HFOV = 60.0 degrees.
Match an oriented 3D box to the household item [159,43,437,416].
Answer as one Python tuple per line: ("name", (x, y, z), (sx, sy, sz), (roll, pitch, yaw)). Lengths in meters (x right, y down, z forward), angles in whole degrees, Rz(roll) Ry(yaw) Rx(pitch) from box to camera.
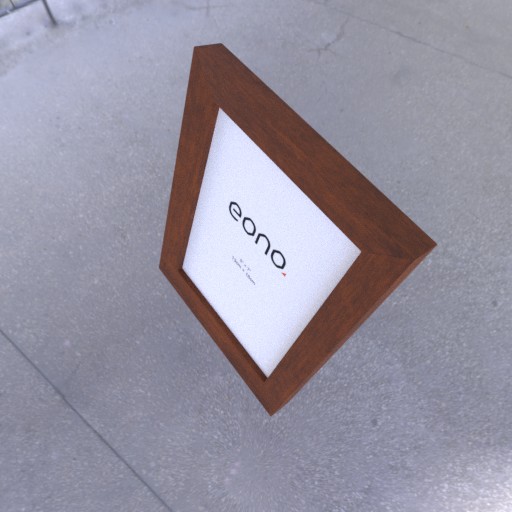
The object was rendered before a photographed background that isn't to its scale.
("household item", (0.000, 0.000, 0.296), (0.096, 0.204, 0.160), (-35, 70, -15))
